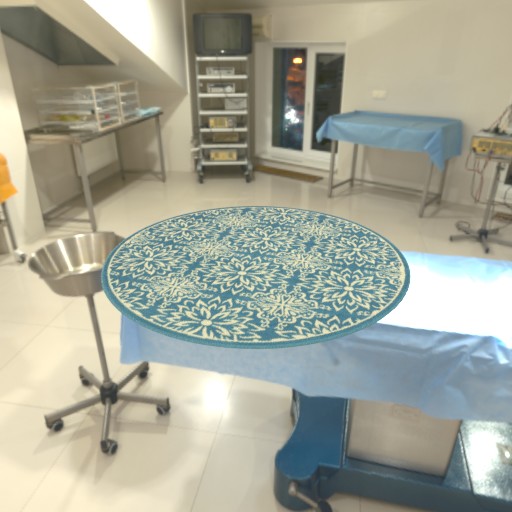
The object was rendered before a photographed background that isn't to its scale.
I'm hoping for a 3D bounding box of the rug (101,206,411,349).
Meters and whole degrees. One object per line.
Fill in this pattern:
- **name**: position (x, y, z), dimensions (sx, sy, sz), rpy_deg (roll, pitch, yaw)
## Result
- **rug**: position (0.000, 0.000, 2.387), dimensions (1.593, 0.012, 1.593), rpy_deg (0, 26, 0)
